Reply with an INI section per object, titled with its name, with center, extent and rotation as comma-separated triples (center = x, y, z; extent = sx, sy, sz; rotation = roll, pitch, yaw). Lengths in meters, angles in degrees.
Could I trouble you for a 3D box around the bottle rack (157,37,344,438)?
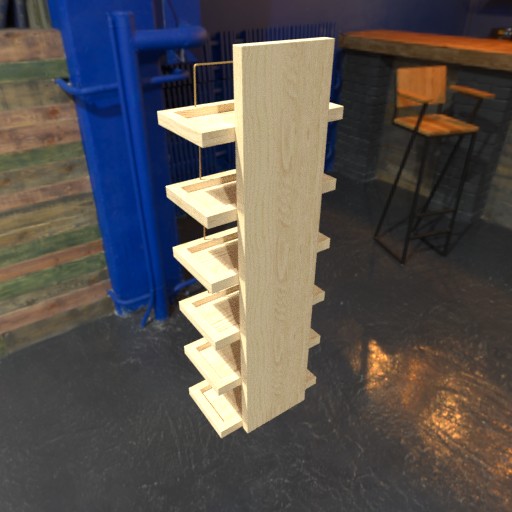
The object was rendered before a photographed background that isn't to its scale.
[bottle rack]
center = 0.000, 0.000, 1.059
extent = 0.330, 0.943, 0.206
rotation = -20, 37, -29
